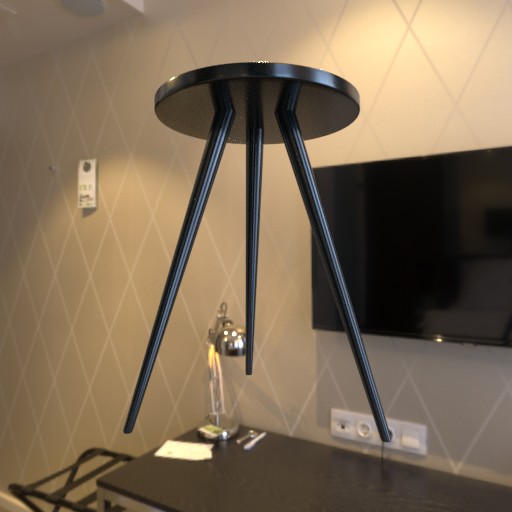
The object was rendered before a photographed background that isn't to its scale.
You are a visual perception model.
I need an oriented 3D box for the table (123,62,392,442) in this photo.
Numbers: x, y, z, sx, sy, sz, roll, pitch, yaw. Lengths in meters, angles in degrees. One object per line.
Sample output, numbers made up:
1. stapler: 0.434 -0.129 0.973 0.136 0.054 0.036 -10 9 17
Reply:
1. table: 0.000 0.000 0.835 0.403 0.548 0.415 0 -1 1
